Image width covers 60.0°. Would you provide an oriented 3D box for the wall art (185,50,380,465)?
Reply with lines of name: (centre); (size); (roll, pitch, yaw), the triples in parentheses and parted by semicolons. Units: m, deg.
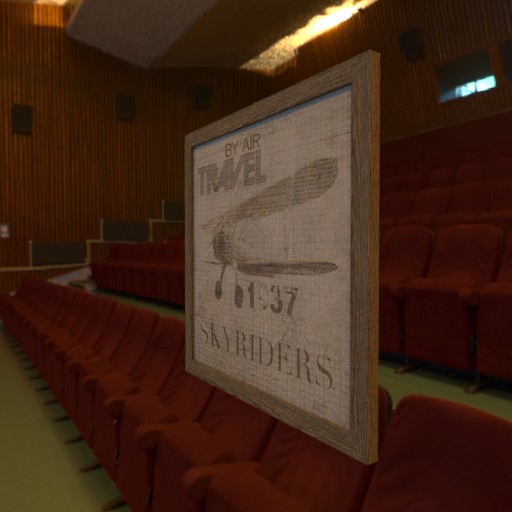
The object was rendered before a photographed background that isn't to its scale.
wall art: (0.000, 0.000, 0.755); (0.019, 0.508, 0.508); (-1, 1, -35)
